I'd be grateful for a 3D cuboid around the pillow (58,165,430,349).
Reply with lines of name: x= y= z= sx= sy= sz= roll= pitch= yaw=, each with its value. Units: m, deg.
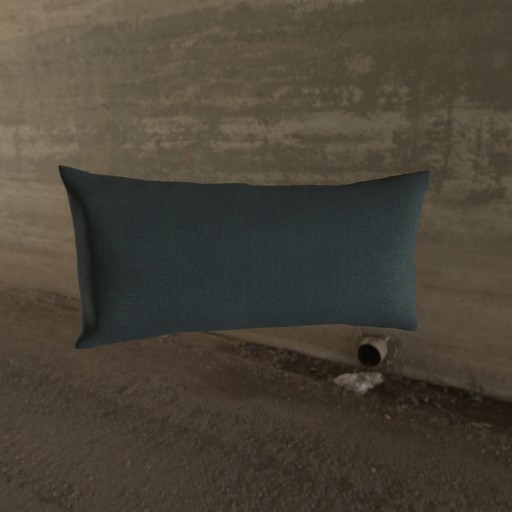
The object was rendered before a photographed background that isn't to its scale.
pillow: x=0.000 y=0.000 z=0.751 sx=0.609 sy=0.305 sz=0.151 roll=-2 pitch=14 yaw=-8
